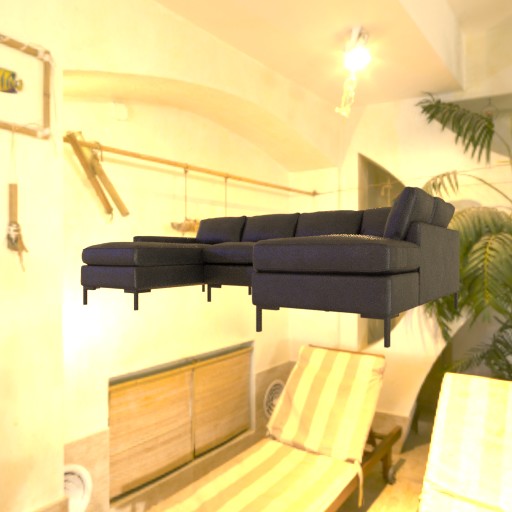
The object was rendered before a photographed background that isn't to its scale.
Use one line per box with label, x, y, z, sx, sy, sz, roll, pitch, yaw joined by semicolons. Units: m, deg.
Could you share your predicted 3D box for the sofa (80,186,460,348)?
sofa;0.000;0.000;3.813;2.956;0.900;1.939;0;1;35
